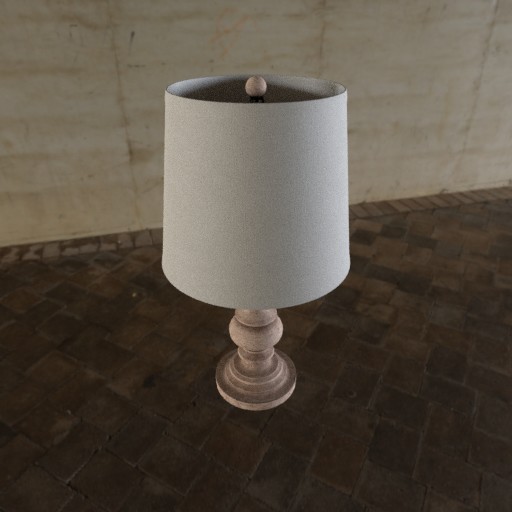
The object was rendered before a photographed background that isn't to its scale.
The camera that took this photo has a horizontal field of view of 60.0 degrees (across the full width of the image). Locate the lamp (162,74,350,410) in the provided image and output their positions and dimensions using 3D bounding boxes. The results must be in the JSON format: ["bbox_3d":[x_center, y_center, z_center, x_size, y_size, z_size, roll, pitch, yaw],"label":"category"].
[{"bbox_3d":[0.000,0.000,0.655,0.273,0.497,0.273,0,29,0],"label":"lamp"}]
